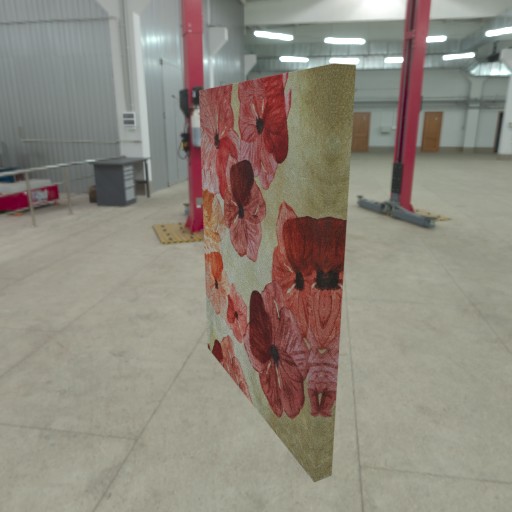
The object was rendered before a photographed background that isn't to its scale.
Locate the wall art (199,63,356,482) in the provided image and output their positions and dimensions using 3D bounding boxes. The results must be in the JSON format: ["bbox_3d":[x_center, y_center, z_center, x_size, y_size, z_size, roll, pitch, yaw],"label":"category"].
[{"bbox_3d":[0.000,0.000,0.689,0.028,0.508,0.406,-8,18,-25],"label":"wall art"}]
